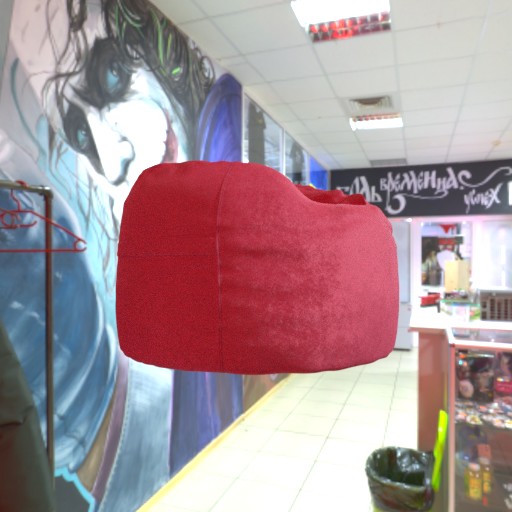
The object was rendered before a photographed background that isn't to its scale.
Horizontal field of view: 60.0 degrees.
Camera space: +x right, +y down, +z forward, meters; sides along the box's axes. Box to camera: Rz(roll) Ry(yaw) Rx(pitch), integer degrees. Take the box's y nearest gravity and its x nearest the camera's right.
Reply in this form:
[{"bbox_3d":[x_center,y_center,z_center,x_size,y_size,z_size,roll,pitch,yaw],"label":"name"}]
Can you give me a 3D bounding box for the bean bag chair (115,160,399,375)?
[{"bbox_3d":[0.000,0.000,1.996,1.218,0.788,1.218,0,0,0],"label":"bean bag chair"}]
